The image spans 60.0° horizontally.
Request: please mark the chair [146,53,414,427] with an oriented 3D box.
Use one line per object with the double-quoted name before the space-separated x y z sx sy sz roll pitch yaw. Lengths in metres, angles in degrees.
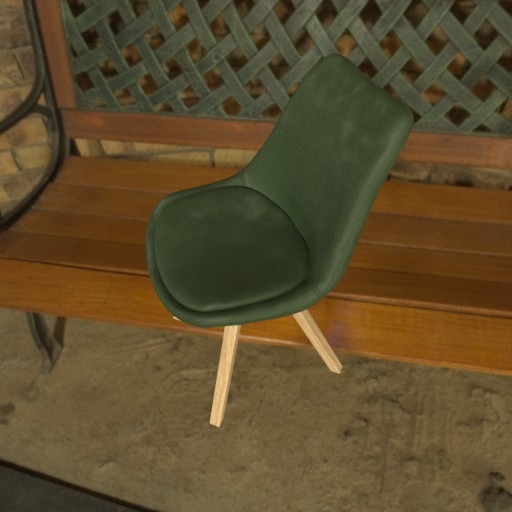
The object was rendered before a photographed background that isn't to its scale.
"chair" 0.000 0.000 1.160 0.547 0.865 0.483 -17 50 -15
